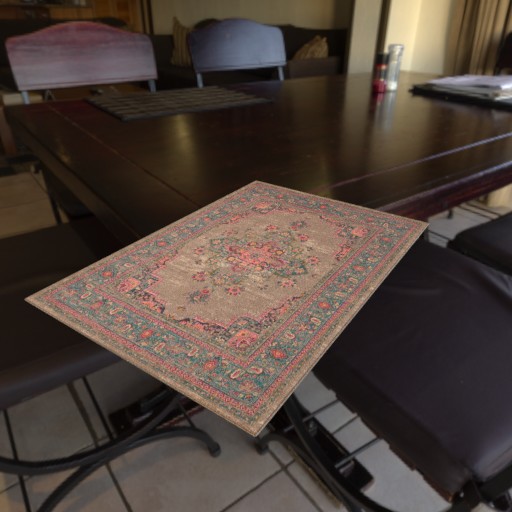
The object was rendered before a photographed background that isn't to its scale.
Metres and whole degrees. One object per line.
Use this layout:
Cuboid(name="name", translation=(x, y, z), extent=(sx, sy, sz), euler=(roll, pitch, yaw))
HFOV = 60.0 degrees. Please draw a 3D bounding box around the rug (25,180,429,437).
Cuboid(name="rug", translation=(0.000, 0.000, 3.676), extent=(2.005, 0.013, 2.890), euler=(19, 35, 30))
